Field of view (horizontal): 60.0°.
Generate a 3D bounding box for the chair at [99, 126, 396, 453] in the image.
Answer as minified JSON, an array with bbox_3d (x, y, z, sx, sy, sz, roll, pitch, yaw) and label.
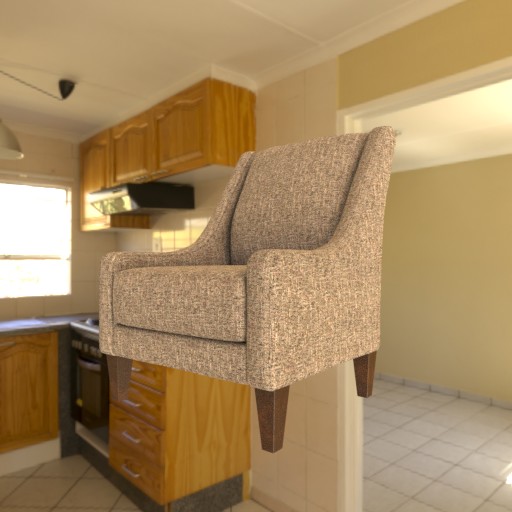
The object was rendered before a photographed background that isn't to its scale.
[{"bbox_3d":[0.000,0.000,1.644,0.774,1.014,0.870,0,0,38],"label":"chair"}]
